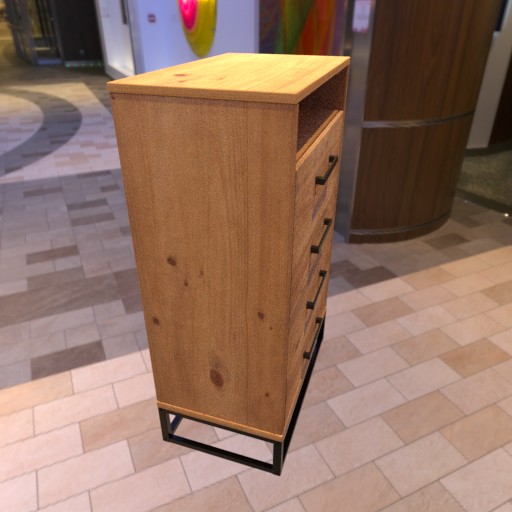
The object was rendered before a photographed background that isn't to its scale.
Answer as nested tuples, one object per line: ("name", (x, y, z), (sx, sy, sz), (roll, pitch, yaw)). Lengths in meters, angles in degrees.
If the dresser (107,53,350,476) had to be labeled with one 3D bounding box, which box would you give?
("dresser", (0.000, 0.000, 1.572), (0.479, 1.240, 0.761), (9, 31, 16))
